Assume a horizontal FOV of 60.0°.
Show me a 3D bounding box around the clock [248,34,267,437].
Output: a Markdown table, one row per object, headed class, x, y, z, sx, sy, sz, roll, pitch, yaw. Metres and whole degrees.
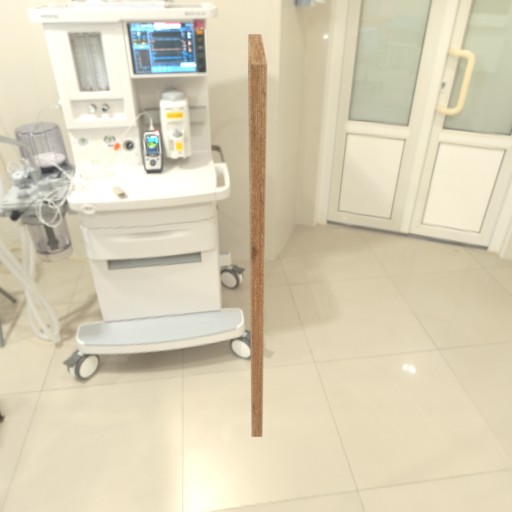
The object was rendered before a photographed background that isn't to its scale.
| class | x | y | z | sx | sy | sz | roll | pitch | yaw |
| --- | --- | --- | --- | --- | --- | --- | --- | --- | --- |
| clock | 0.000 | 0.000 | 1.117 | 0.030 | 0.965 | 0.361 | 0 | 33 | -1 |
